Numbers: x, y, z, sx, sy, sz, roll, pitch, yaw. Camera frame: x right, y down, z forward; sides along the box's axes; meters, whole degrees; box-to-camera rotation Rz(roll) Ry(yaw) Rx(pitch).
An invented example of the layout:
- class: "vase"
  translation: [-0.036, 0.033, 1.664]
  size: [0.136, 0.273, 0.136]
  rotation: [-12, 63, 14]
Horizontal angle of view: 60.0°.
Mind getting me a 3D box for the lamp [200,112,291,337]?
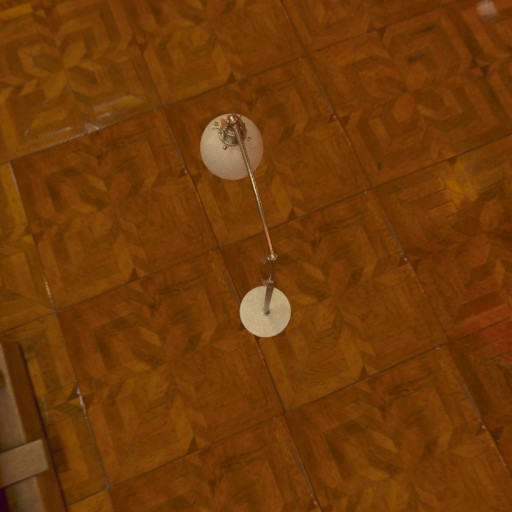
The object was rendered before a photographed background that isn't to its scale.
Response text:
- class: "lamp"
  translation: [0.000, 0.000, 1.791]
  size: [0.288, 1.586, 0.599]
  rotation: [-19, 78, -4]
